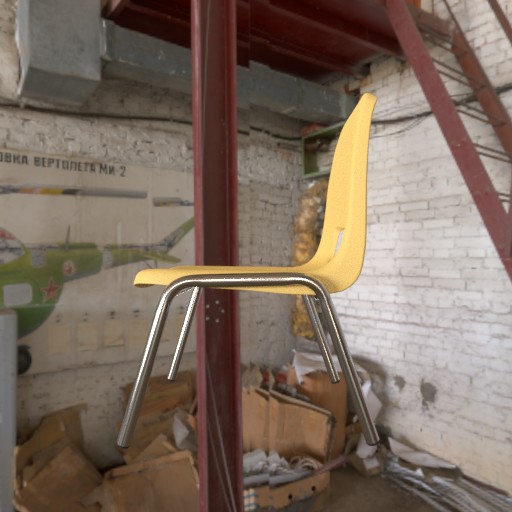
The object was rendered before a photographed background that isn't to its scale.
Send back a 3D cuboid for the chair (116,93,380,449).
[{"bbox_3d":[0.000,0.000,0.785,0.385,0.536,0.354,0,0,0],"label":"chair"}]
